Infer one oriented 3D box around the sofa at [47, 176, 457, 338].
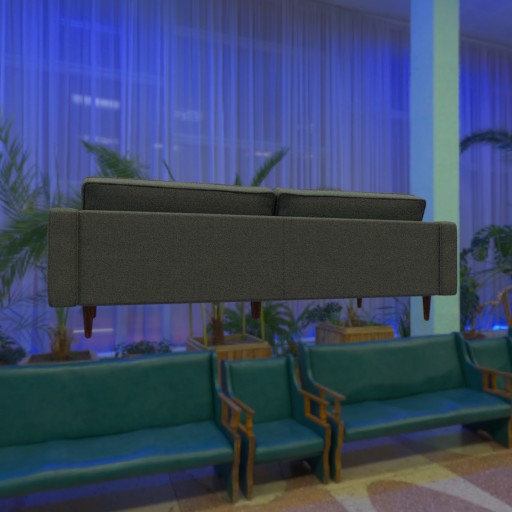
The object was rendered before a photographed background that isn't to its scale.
[{"bbox_3d":[0.000,0.000,2.670,2.198,0.762,0.914,0,-1,-18],"label":"sofa"}]
